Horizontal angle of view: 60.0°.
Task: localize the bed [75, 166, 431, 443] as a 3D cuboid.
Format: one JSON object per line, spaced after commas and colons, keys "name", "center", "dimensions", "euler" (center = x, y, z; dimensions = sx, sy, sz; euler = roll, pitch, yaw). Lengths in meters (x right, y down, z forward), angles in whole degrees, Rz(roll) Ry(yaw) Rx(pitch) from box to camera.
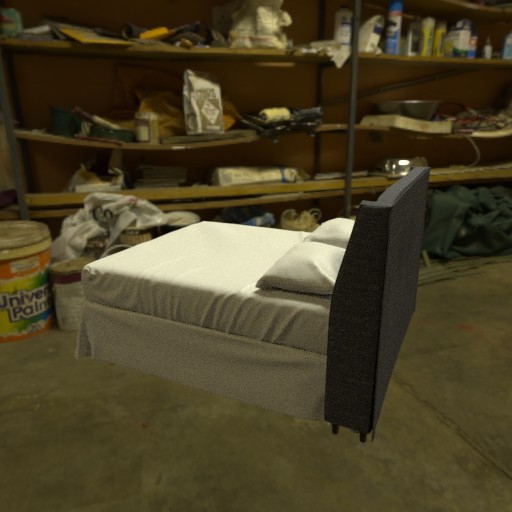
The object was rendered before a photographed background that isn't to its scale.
{"name": "bed", "center": [0.000, 0.000, 3.447], "dimensions": [2.276, 1.332, 1.925], "euler": [8, 19, 24]}
